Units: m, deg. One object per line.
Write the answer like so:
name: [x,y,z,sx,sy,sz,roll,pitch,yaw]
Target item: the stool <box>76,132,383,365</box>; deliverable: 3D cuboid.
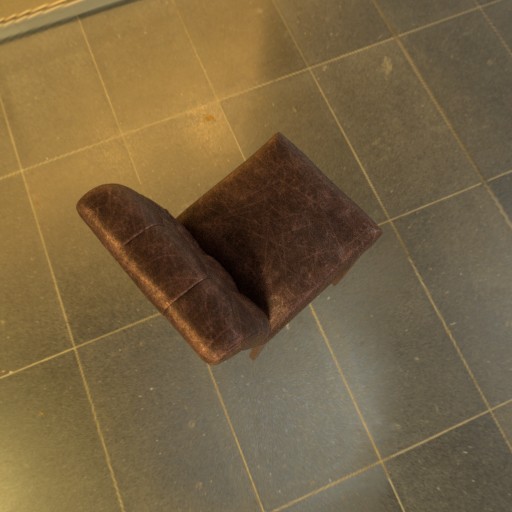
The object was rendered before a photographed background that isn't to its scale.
stool: [0.000,0.000,1.497,0.659,1.168,0.483,-41,78,-11]
